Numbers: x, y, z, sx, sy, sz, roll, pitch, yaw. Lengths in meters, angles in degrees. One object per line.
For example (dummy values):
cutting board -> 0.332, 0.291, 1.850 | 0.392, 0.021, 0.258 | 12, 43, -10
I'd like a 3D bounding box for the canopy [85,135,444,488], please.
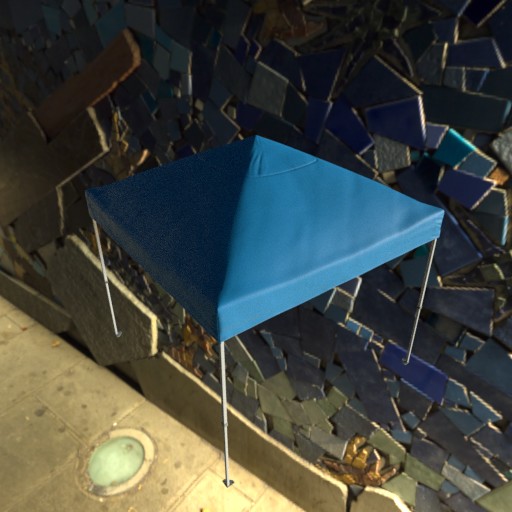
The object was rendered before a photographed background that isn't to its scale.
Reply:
canopy -> 0.000, 0.000, 5.502 | 2.996, 2.997, 2.998 | -21, 36, -31
